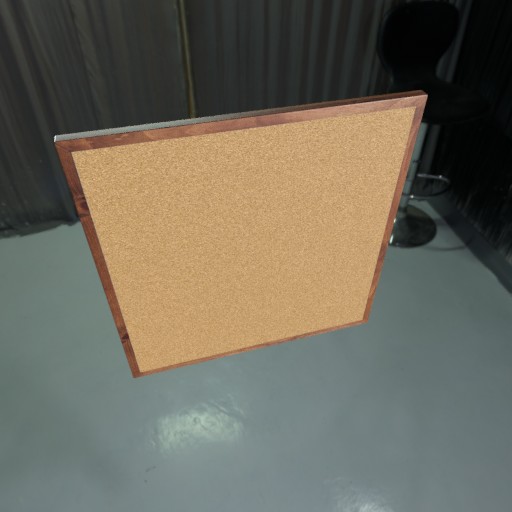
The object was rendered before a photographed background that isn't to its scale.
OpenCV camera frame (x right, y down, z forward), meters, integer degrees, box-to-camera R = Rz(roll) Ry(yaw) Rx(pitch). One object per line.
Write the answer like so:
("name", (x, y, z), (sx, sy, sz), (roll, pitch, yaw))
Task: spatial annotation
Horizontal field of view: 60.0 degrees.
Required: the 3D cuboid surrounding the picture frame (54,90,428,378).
("picture frame", (0.000, 0.000, 1.212), (0.810, 0.817, 0.029), (-11, 44, -12))
